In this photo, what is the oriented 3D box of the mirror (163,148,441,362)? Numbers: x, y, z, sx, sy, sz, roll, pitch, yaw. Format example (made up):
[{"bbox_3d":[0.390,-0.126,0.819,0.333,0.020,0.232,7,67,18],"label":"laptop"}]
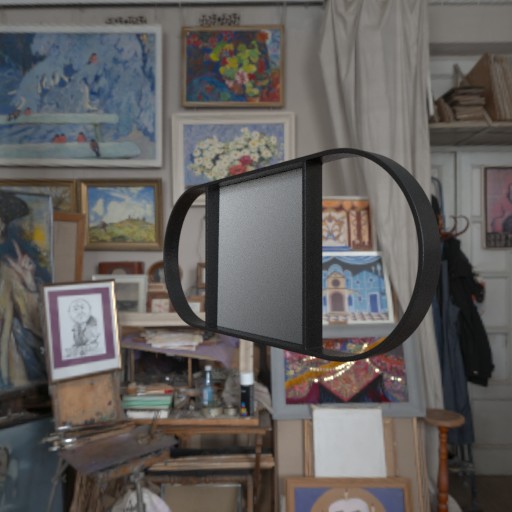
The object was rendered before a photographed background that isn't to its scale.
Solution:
[{"bbox_3d":[0.000,0.000,0.673,0.032,0.254,0.584,0,-1,-37],"label":"mirror"}]
